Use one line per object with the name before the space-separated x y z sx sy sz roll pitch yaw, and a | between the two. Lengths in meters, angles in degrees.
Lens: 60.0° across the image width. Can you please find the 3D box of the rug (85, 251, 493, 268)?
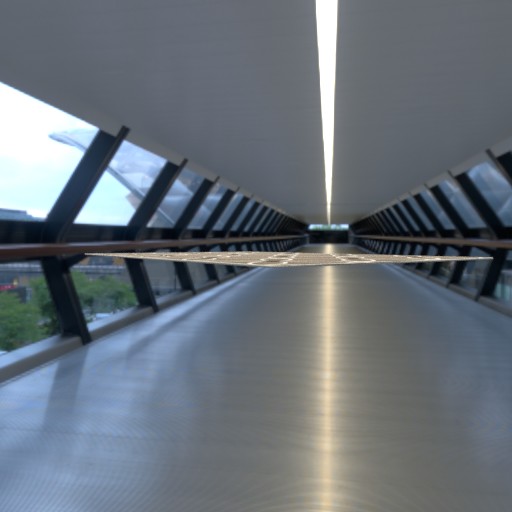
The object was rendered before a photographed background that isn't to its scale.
rug | 0.000 0.000 2.851 1.522 0.008 2.284 -1 2 -36
